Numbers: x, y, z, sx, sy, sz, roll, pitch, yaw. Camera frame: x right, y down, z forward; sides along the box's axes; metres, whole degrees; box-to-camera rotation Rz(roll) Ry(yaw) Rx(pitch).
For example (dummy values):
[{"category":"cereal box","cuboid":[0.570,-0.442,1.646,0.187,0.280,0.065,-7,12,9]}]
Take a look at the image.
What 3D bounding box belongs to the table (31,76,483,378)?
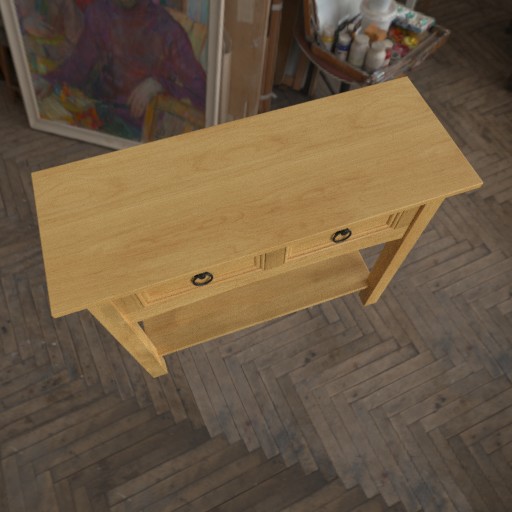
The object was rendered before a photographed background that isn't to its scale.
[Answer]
[{"category":"table","cuboid":[0.000,0.000,1.263,0.900,0.728,0.340,-17,64,-9]}]
